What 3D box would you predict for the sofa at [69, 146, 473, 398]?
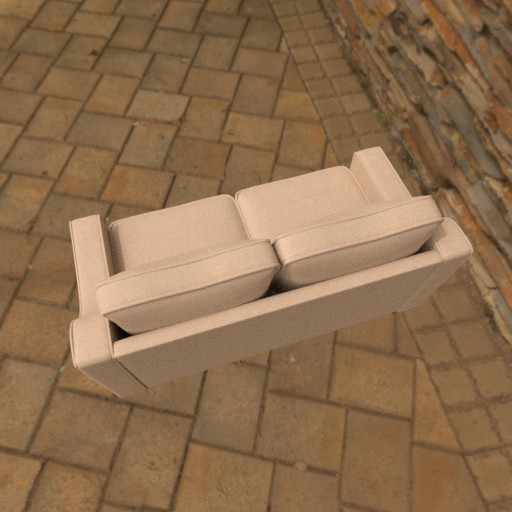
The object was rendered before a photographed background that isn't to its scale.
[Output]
[{"bbox_3d":[0.000,0.000,3.432,2.587,1.562,1.351,-15,60,-9],"label":"sofa"}]
